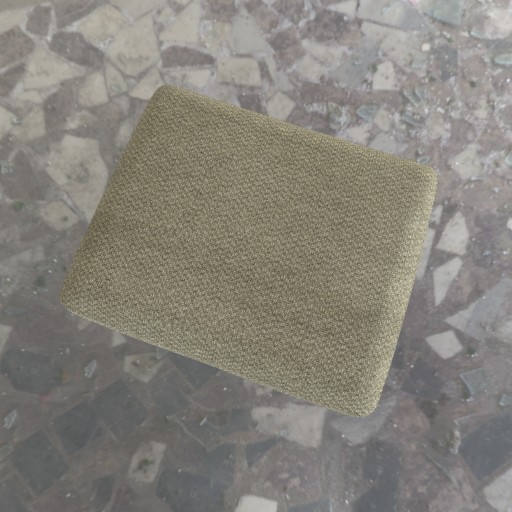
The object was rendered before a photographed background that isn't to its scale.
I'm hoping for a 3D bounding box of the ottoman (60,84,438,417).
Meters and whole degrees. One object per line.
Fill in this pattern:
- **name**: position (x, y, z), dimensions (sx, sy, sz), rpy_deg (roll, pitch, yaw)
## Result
- **ottoman**: position (0.000, 0.000, 1.161), dimensions (0.751, 0.476, 0.603), rpy_deg (19, 76, 5)
